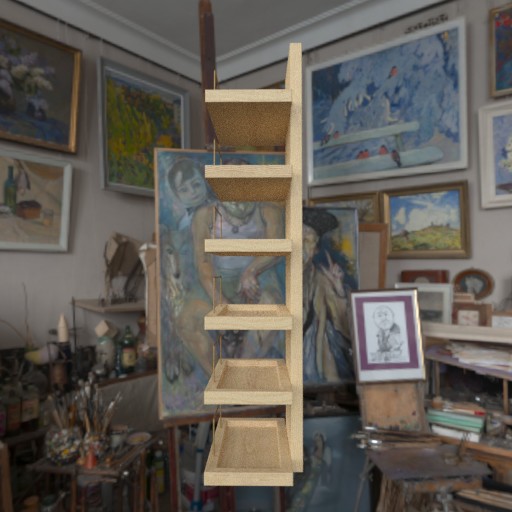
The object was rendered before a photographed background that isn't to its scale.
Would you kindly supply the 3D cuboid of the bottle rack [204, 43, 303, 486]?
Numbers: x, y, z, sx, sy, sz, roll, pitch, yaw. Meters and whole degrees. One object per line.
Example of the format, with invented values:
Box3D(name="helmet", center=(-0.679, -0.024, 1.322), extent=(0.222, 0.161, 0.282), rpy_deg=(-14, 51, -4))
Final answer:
Box3D(name="bottle rack", center=(0.000, 0.000, 1.074), extent=(0.206, 0.943, 0.330), rpy_deg=(0, -2, 1))
